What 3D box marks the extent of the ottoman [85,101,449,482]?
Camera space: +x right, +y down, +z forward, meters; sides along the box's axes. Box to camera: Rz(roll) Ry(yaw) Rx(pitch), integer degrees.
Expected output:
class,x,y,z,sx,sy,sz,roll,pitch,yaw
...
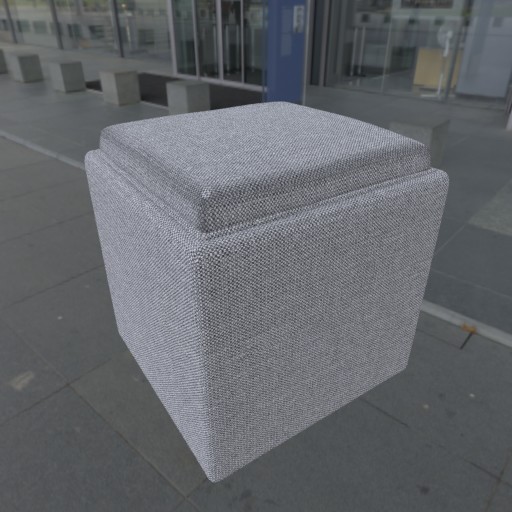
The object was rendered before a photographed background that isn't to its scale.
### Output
class,x,y,z,sx,sy,sz,roll,pitch,yaw
ottoman,0.000,0.000,0.826,0.454,0.487,0.436,-19,35,-29
